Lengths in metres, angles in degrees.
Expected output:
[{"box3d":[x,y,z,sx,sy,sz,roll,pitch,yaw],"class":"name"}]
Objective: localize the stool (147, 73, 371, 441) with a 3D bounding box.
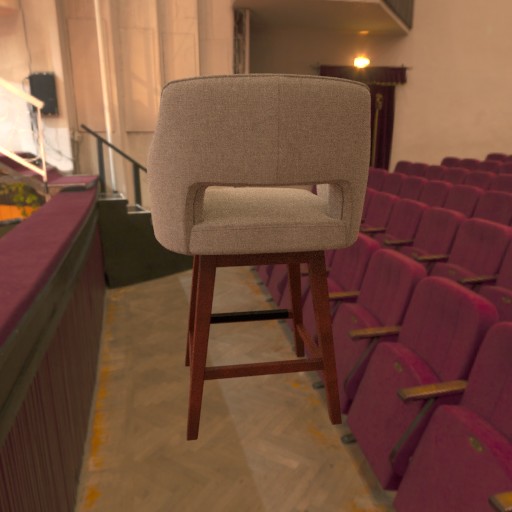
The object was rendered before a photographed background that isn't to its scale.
[{"box3d":[0.000,0.000,1.312,0.599,0.944,0.558,-3,16,-9],"class":"stool"}]
